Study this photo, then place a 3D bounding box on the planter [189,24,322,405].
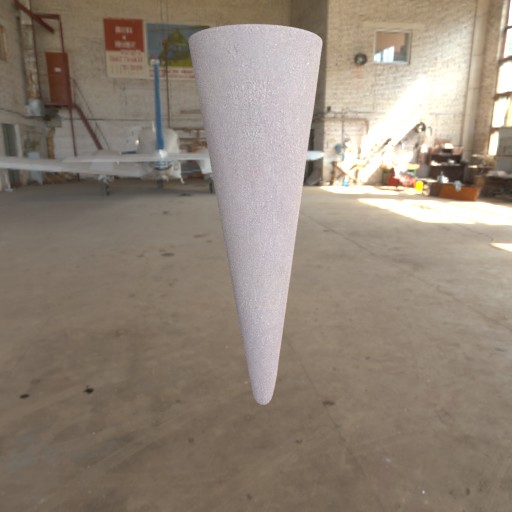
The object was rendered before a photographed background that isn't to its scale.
[{"bbox_3d":[0.000,0.000,0.293,0.078,0.259,0.087,2,14,10],"label":"planter"}]
